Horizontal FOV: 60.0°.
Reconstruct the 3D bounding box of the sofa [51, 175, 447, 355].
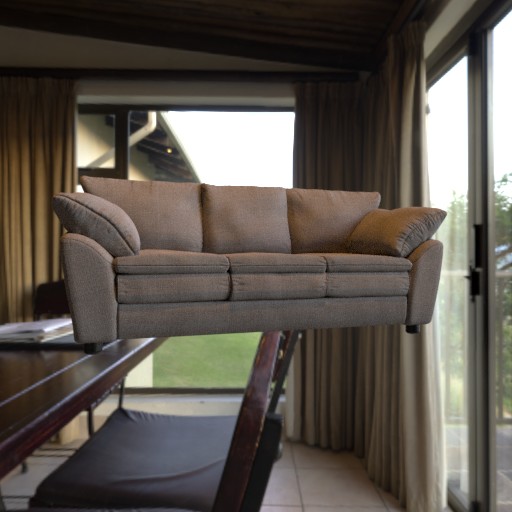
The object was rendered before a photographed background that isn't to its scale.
[{"bbox_3d":[0.000,0.000,2.851,2.334,0.996,0.878,0,0,-18],"label":"sofa"}]
